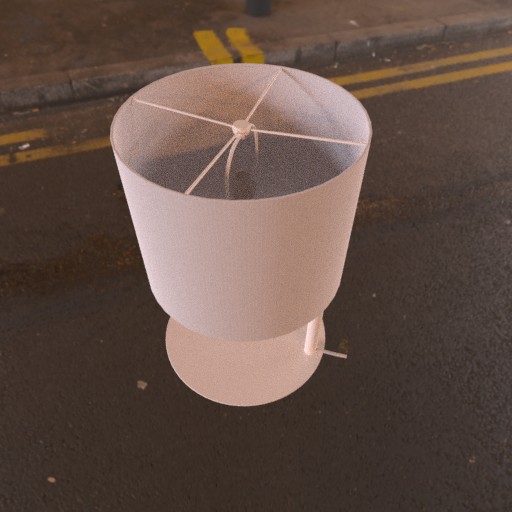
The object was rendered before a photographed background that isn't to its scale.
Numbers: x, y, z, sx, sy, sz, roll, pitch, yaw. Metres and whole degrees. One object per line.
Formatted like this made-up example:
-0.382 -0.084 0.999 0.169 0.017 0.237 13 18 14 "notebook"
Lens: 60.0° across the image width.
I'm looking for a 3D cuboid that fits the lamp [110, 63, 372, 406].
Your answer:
0.000 0.000 0.677 0.341 0.454 0.299 15 49 14 "lamp"
